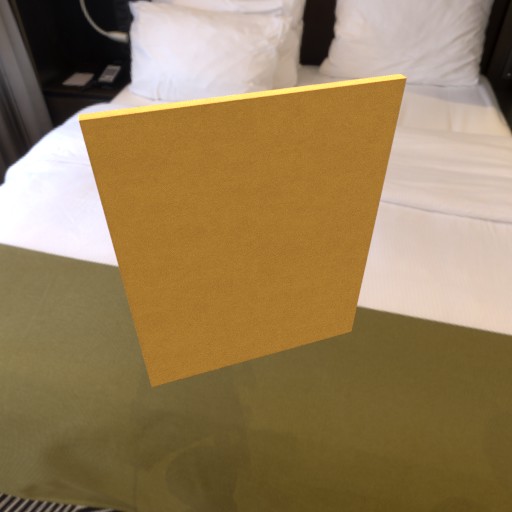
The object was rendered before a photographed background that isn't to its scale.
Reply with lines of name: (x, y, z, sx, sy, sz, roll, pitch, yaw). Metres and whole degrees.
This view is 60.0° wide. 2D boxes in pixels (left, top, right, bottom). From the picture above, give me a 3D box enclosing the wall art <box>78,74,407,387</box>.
wall art: (0.000, 0.000, 1.368, 0.798, 1.002, 0.030, -12, 42, -14)
